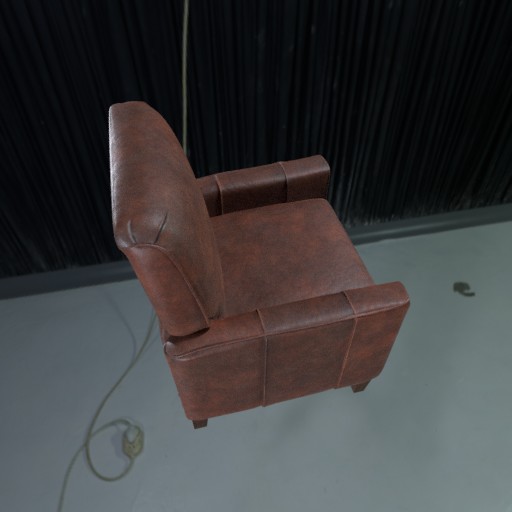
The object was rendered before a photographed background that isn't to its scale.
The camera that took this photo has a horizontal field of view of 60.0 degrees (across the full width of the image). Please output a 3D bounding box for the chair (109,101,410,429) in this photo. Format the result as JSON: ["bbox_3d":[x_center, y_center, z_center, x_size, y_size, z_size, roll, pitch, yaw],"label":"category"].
[{"bbox_3d":[0.000,0.000,1.651,0.836,1.043,0.843,-10,47,-10],"label":"chair"}]
